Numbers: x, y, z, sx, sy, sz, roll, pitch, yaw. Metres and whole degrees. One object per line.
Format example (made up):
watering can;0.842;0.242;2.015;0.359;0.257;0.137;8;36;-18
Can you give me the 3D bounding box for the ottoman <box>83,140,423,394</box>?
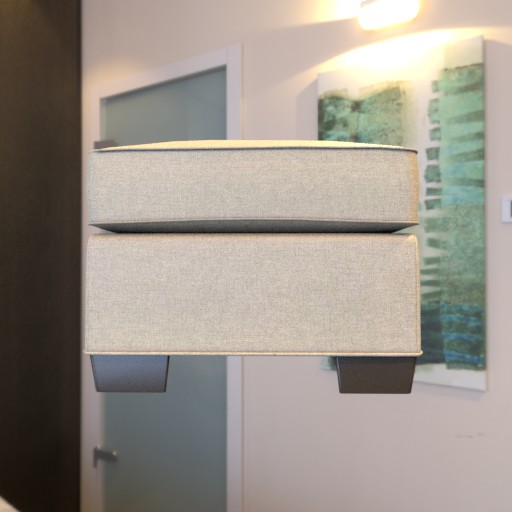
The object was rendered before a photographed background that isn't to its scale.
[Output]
ottoman;0.000;0.000;1.210;0.619;0.504;0.843;0;0;1
